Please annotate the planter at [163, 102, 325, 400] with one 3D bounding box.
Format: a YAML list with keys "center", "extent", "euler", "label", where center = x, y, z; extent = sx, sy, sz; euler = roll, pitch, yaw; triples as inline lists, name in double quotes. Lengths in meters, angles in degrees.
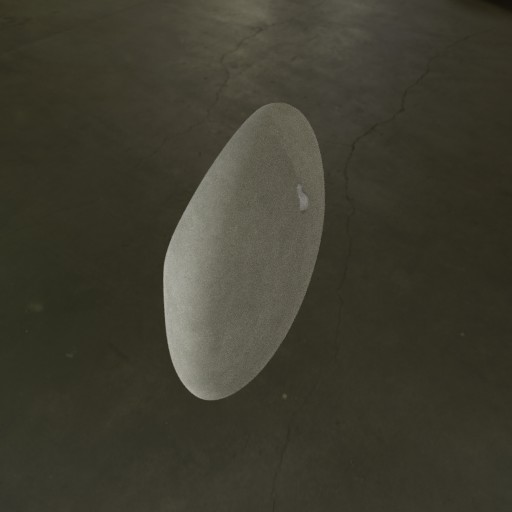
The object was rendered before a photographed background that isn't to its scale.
- center: [0.000, 0.000, 0.287]
  extent: [0.071, 0.188, 0.185]
  euler: [17, 48, 16]
  label: "planter"
